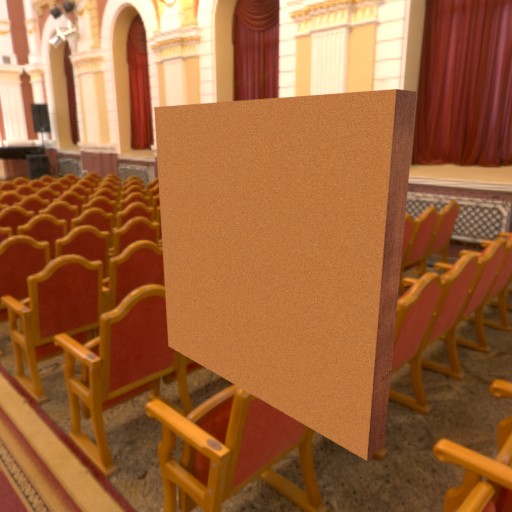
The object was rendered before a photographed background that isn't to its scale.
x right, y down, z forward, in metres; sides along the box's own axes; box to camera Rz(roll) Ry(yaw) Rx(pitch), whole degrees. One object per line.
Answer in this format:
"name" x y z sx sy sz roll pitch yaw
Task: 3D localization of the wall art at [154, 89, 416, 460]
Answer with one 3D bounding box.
"wall art" 0.000 0.000 0.583 0.038 0.385 0.386 -15 21 -43
